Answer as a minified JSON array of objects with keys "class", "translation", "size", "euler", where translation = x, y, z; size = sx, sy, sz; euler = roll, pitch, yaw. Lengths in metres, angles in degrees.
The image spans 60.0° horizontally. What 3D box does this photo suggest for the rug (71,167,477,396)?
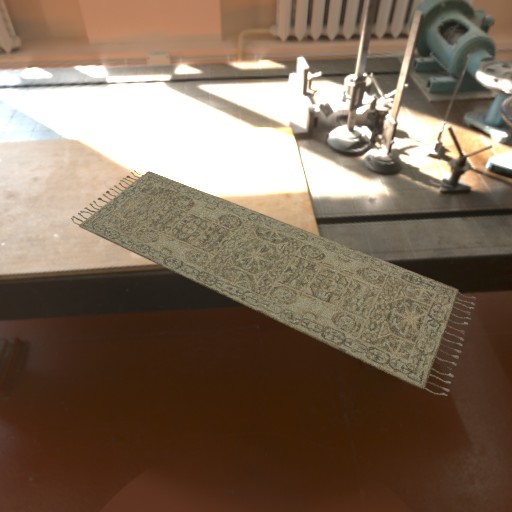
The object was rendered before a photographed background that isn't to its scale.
[{"class":"rug","translation":[0.000,0.000,2.914],"size":[2.664,0.011,0.762],"euler":[23,51,20]}]
